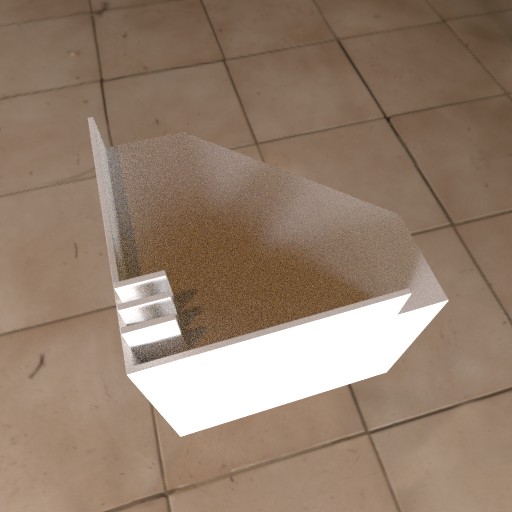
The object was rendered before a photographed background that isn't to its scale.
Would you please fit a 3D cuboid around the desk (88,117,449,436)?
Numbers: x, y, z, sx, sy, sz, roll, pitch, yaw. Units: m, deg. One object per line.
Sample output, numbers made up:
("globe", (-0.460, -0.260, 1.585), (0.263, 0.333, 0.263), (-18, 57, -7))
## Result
("desk", (0.000, 0.000, 1.733), (0.940, 0.986, 0.940), (-14, 60, -9))
